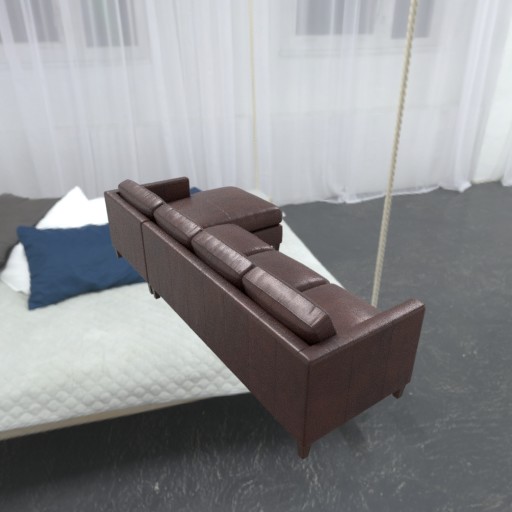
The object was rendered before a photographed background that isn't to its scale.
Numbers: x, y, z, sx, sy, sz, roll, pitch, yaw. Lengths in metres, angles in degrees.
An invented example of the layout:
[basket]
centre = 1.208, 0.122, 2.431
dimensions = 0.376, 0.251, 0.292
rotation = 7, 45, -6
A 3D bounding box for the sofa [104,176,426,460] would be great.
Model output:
[sofa]
centre = 0.000, 0.000, 3.886
dimensions = 1.581, 0.883, 3.203
rotation = -17, 32, -31
